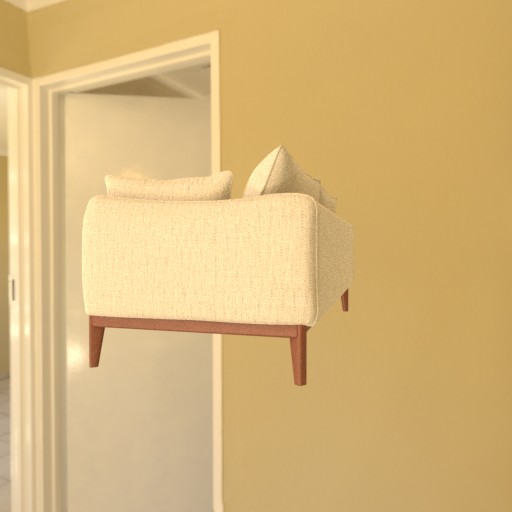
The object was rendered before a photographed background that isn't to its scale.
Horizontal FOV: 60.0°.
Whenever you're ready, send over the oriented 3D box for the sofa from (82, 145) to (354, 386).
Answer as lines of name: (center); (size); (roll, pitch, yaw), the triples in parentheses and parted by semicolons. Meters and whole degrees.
sofa: (0.000, 0.000, 2.560); (0.991, 0.860, 1.989); (0, 1, 16)
